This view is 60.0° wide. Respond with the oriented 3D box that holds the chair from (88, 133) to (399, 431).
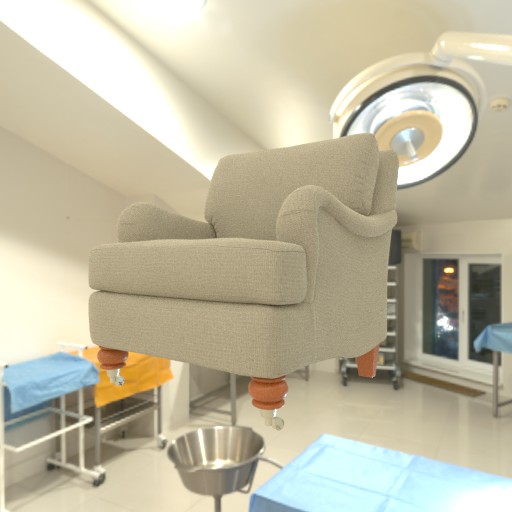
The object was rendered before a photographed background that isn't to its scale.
[{"bbox_3d":[0.000,0.000,1.877,0.955,1.038,1.070,0,1,36],"label":"chair"}]
